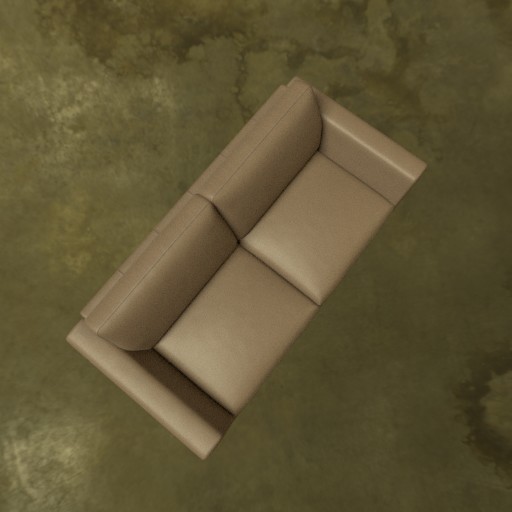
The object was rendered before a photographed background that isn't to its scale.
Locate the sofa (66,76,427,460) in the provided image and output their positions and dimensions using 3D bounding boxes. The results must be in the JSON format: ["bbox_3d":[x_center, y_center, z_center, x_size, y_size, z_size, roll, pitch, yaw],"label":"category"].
[{"bbox_3d":[0.000,0.000,2.570,0.953,0.875,2.017,38,79,8],"label":"sofa"}]
